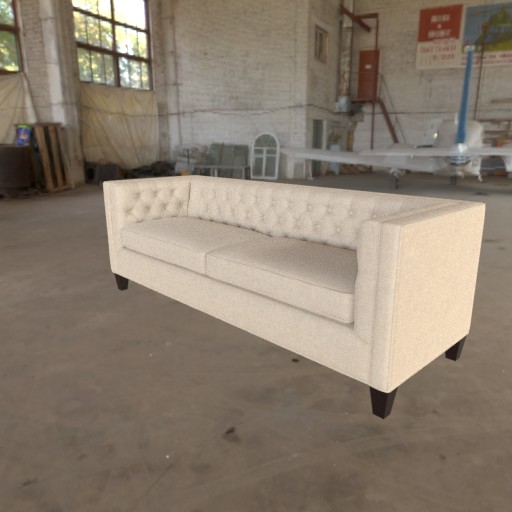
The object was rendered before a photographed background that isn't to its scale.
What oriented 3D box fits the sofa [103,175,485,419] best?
[{"bbox_3d":[0.000,0.000,2.553,0.775,0.762,2.159,-14,20,-42],"label":"sofa"}]
